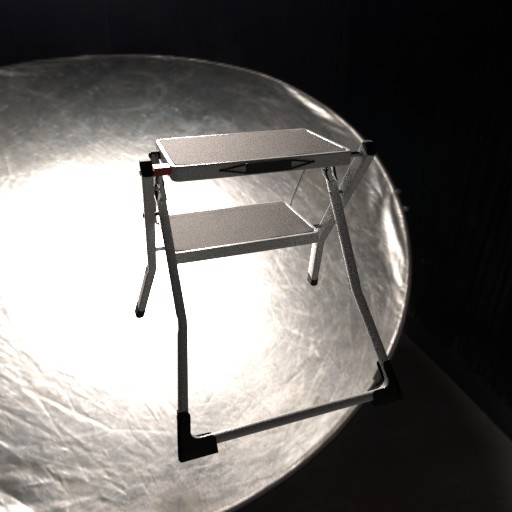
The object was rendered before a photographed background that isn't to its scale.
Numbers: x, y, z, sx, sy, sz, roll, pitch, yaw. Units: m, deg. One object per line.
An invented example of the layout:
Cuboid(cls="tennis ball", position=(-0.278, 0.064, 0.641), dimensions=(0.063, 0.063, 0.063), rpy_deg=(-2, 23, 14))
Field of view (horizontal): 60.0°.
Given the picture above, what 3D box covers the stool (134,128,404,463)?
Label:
Cuboid(cls="stool", position=(0.000, 0.000, 0.878), dimensions=(0.485, 0.445, 0.490), rpy_deg=(-9, 29, -17))
